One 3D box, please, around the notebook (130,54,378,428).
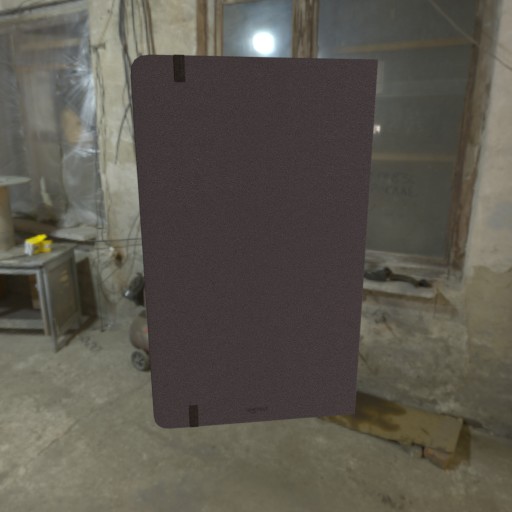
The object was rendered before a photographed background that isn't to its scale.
[{"bbox_3d":[0.000,0.000,0.258,0.127,0.213,0.016,-2,15,-7],"label":"notebook"}]
